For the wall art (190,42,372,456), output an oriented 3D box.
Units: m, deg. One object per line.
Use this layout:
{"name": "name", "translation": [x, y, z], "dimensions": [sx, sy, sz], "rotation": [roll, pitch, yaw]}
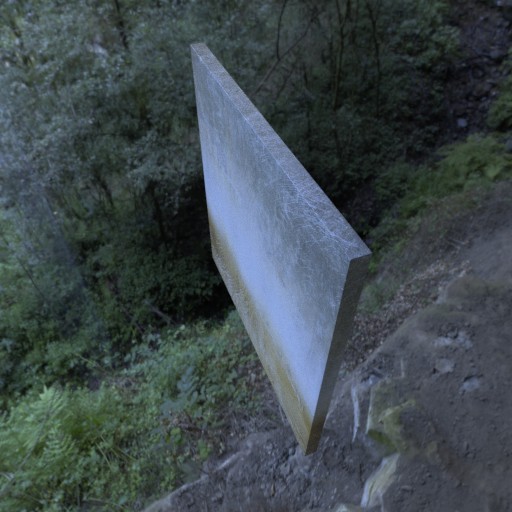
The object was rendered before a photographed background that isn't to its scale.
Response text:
{"name": "wall art", "translation": [0.000, 0.000, 1.605], "dimensions": [0.051, 1.091, 1.092], "rotation": [-17, 49, -15]}
